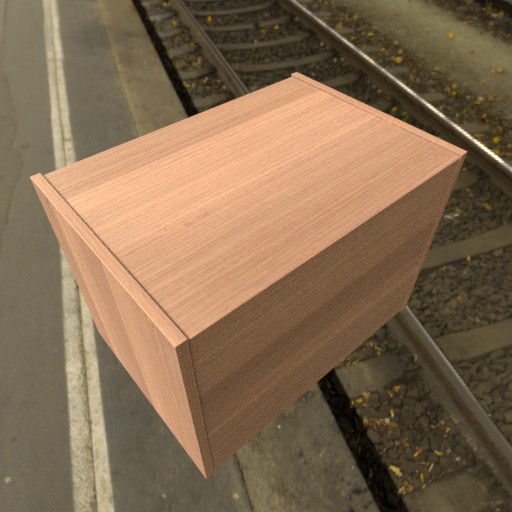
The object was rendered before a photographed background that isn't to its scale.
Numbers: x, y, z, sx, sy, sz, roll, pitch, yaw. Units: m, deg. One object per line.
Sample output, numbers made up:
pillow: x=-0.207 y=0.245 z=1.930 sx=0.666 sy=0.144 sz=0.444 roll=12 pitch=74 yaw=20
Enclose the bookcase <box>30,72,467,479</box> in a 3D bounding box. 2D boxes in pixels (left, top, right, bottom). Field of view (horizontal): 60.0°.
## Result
bookcase: x=0.000 y=0.000 z=0.620 sx=0.415 sy=0.305 sz=0.290 roll=-32 pitch=54 yaw=-27
